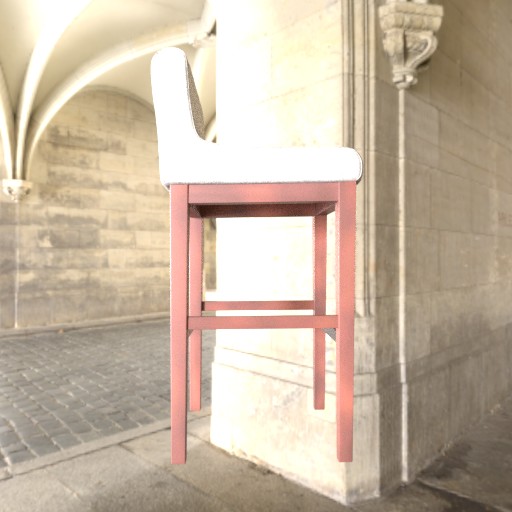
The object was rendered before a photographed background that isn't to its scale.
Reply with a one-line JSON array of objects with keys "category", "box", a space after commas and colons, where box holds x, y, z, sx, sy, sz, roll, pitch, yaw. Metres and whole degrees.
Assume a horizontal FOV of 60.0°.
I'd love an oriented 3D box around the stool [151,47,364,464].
[{"category": "stool", "box": [0.000, 0.000, 1.220, 0.499, 0.965, 0.426, 0, 0, -2]}]
